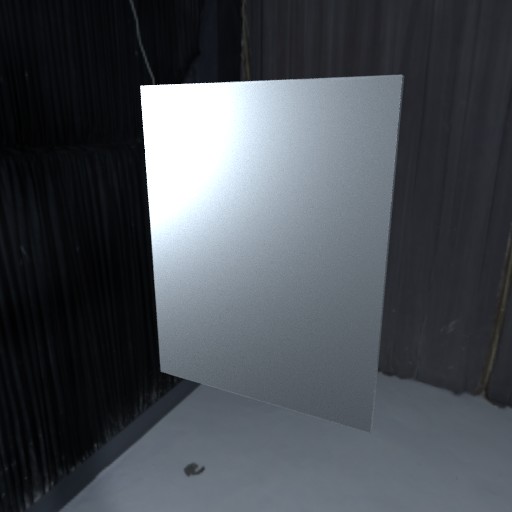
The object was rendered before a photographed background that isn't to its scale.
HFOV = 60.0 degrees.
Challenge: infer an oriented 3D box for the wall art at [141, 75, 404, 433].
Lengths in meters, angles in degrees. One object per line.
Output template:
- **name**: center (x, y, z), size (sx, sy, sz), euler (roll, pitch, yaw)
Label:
- **wall art**: center (0.000, 0.000, 1.425), size (0.816, 1.046, 0.030), euler (8, 19, 25)
